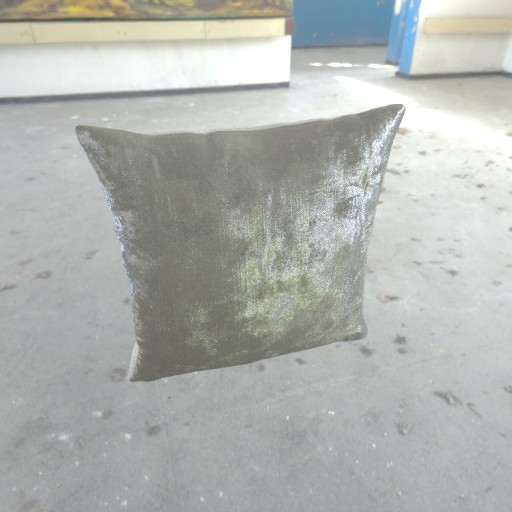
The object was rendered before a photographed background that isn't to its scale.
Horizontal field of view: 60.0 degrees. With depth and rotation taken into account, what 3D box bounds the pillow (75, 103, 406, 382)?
[{"bbox_3d":[0.000,0.000,0.724,0.470,0.464,0.175,-9,32,-15],"label":"pillow"}]
